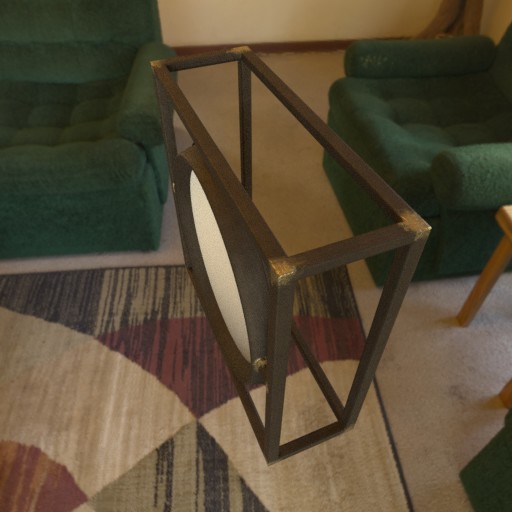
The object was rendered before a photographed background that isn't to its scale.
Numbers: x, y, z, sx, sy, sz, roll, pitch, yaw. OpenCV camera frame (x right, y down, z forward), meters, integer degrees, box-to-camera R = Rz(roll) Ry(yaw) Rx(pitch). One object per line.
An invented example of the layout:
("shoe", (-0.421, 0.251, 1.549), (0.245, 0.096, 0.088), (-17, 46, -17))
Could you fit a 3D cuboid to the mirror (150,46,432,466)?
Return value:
("mirror", (0.000, 0.000, 0.465), (0.107, 0.303, 0.306), (-17, 49, -15))
